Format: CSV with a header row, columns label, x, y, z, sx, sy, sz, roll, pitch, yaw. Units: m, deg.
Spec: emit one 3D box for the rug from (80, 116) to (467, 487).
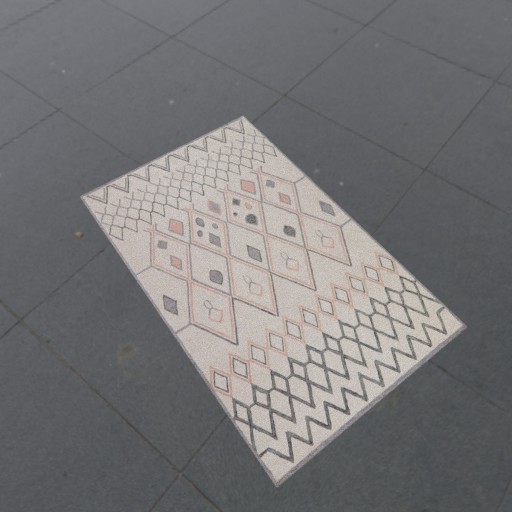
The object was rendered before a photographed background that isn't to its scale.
label,x,y,z,sx,sy,sz,roll,pitch,yaw
rug,0.000,0.000,3.082,1.524,0.015,2.438,-32,63,-18
